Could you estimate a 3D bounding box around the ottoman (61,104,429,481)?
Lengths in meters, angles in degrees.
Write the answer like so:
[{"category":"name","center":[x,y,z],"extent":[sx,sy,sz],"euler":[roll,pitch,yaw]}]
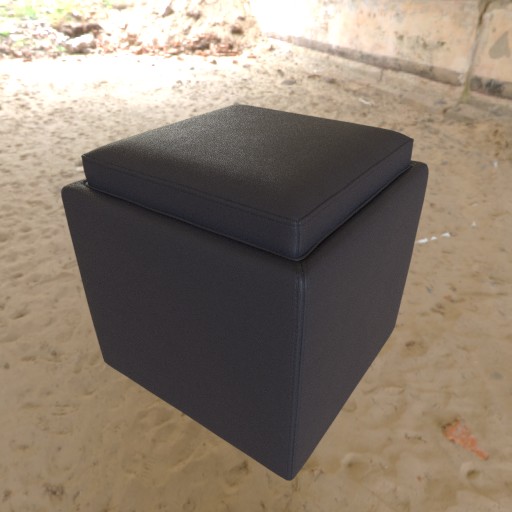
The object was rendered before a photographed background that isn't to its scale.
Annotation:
[{"category":"ottoman","center":[0.000,0.000,0.805],"extent":[0.451,0.460,0.450],"euler":[20,37,29]}]
